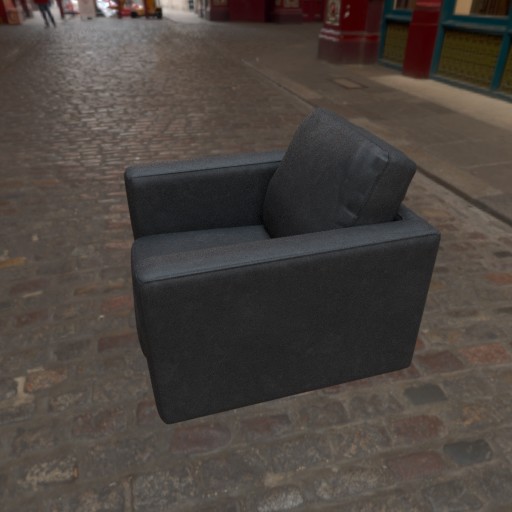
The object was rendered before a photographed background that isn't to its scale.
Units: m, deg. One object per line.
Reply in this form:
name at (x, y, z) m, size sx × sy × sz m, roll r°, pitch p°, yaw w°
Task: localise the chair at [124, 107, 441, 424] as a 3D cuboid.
chair at (0.000, 0.000, 1.588) m, size 0.879 × 0.898 × 0.831 m, roll -9°, pitch 33°, yaw -13°
